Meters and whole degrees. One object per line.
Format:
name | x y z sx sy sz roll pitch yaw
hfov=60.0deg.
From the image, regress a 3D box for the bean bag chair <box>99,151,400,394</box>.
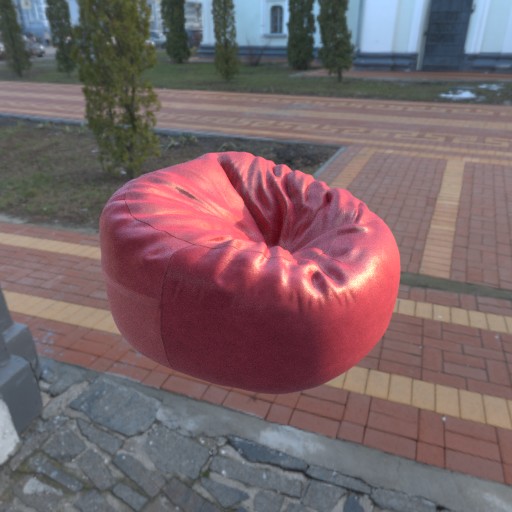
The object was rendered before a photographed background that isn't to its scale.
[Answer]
bean bag chair | 0.000 0.000 2.448 1.524 0.878 1.524 19 32 33
